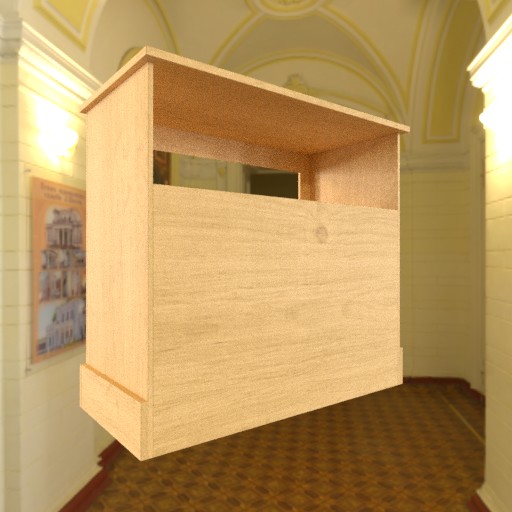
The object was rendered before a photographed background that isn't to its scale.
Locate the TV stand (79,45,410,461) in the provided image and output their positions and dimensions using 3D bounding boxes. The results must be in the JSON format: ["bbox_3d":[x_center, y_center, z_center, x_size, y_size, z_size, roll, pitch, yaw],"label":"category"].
[{"bbox_3d":[0.000,0.000,1.258,0.851,0.787,0.430,0,0,-38],"label":"TV stand"}]
